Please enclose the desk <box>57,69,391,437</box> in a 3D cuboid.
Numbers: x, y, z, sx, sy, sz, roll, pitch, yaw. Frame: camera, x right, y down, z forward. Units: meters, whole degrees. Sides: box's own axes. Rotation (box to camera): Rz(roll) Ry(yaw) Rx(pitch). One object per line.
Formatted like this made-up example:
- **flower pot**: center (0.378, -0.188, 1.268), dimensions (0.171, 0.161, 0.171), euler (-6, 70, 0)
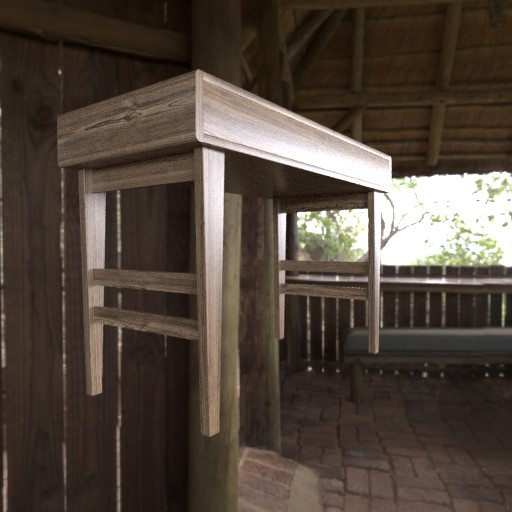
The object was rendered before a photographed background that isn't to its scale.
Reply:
- **desk**: center (0.000, 0.000, 1.445), dimensions (0.508, 0.755, 1.067), euler (1, 2, 37)
